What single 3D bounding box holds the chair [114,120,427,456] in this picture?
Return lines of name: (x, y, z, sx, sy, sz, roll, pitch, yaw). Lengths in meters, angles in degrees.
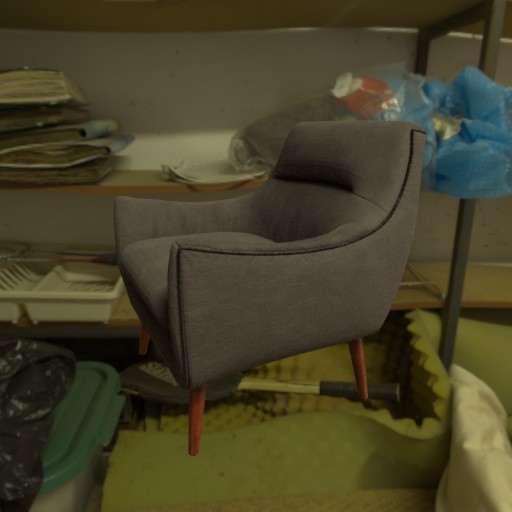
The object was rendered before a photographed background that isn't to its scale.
chair: (0.000, 0.000, 1.430, 0.787, 0.838, 0.762, -8, 18, -25)
